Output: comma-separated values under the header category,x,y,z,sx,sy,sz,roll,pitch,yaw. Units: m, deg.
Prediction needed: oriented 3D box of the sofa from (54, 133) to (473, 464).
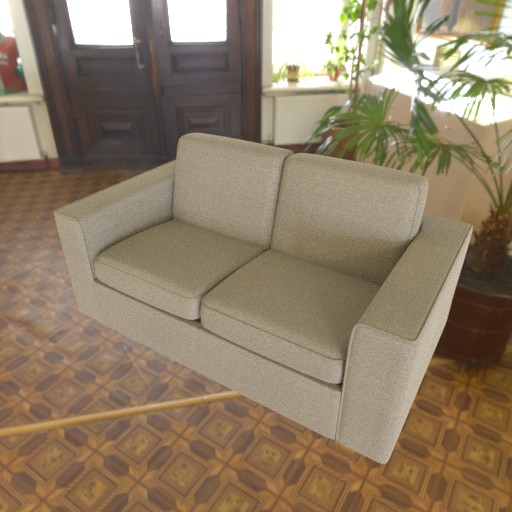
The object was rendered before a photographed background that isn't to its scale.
category,x,y,z,sx,sy,sz,roll,pitch,yaw
sofa,0.000,0.000,2.262,1.812,0.924,1.007,18,36,27
